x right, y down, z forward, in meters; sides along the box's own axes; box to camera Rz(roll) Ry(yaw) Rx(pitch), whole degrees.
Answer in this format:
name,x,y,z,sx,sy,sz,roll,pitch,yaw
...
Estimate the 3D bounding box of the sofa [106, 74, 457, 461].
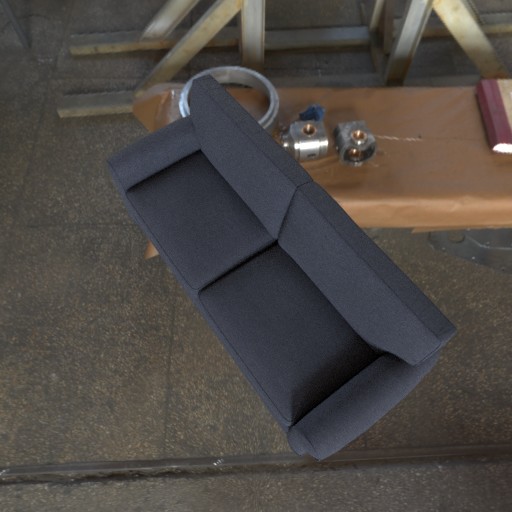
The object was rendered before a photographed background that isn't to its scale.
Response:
name,x,y,z,sx,sy,sz,roll,pitch,yaw
sofa,0.000,0.000,2.860,0.954,1.026,2.391,-32,67,-16
